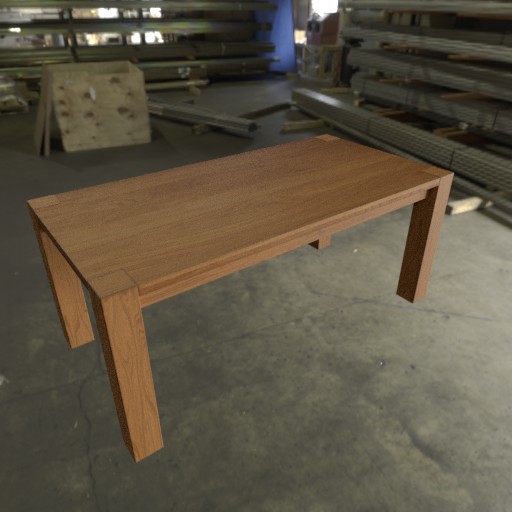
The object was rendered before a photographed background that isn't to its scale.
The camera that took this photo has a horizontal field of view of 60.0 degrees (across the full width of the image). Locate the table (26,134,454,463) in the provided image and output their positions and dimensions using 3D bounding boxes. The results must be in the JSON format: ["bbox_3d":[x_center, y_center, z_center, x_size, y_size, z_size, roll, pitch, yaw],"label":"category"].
[{"bbox_3d":[0.000,0.000,2.253,1.800,0.760,0.900,-21,36,-31],"label":"table"}]
